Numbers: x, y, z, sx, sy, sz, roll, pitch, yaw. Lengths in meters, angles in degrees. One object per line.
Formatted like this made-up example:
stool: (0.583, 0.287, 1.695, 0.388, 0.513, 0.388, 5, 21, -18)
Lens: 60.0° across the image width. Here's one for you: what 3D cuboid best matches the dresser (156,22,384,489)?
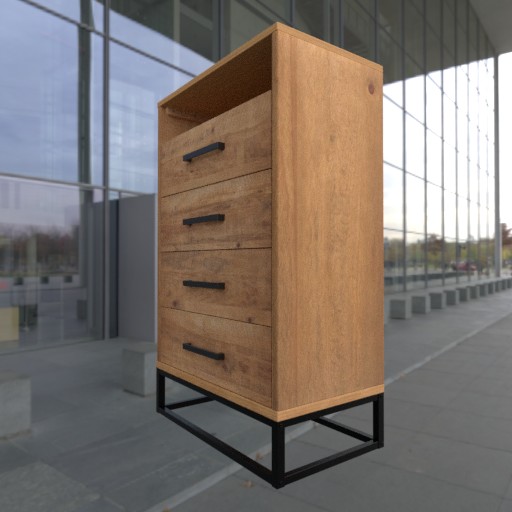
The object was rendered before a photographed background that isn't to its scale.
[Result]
dresser: (0.000, 0.000, 1.604, 0.479, 1.240, 0.761, 1, -1, -37)
